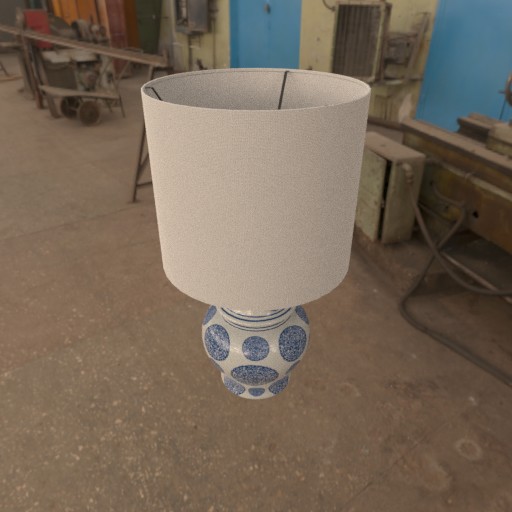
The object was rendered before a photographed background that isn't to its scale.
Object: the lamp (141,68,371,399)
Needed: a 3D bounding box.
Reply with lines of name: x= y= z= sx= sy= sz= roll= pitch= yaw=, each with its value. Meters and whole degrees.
lamp: x=0.000 y=0.000 z=0.521 sx=0.215 sy=0.381 sz=0.215 roll=-20 pitch=36 yaw=-29
